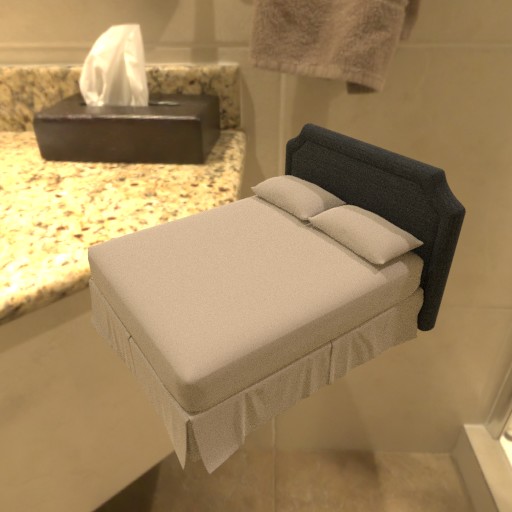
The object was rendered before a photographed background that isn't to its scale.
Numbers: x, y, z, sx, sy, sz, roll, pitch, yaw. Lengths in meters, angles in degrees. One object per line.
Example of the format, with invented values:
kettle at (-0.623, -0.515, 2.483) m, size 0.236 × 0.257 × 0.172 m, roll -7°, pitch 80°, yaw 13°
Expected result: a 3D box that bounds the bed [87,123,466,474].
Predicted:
bed at (0.000, 0.000, 3.278) m, size 2.208 × 1.297 × 1.828 m, roll -21°, pitch 38°, yaw -29°
